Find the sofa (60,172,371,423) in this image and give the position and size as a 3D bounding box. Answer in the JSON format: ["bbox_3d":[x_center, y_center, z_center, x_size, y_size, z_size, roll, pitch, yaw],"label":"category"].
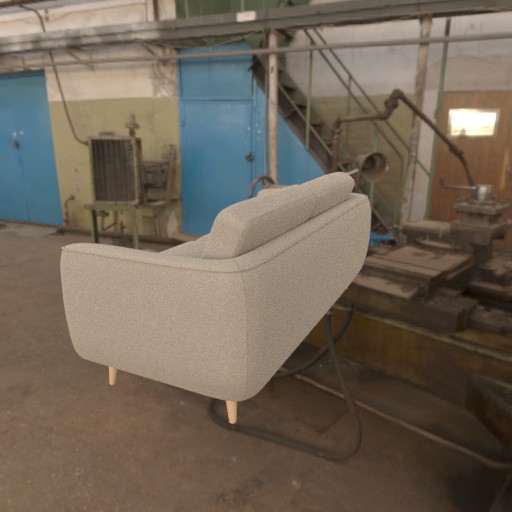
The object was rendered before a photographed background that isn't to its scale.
[{"bbox_3d":[0.000,0.000,2.493,0.920,0.850,2.000,8,18,25],"label":"sofa"}]
